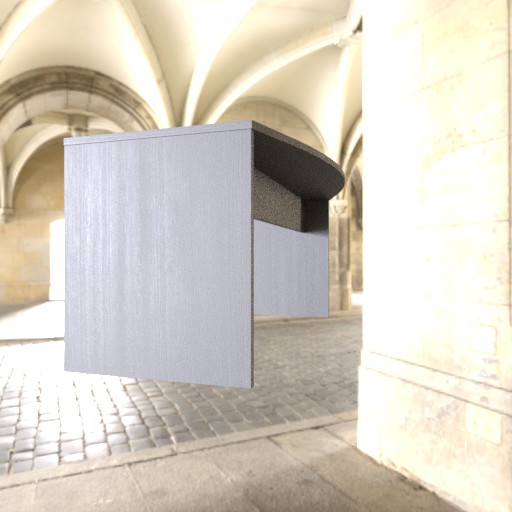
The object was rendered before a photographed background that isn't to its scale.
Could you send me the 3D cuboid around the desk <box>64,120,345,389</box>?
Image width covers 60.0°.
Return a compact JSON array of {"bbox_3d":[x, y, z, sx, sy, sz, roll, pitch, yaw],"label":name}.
[{"bbox_3d":[0.000,0.000,2.068,0.802,0.750,1.600,0,0,17],"label":"desk"}]
